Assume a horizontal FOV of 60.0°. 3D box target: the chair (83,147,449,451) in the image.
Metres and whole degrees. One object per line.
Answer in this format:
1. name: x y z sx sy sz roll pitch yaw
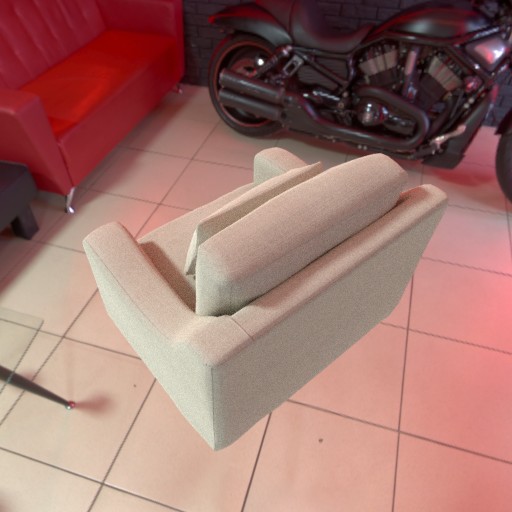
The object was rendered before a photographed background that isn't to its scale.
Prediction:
1. chair: 0.000 0.000 1.959 1.178 1.016 1.009 -31 53 -27
